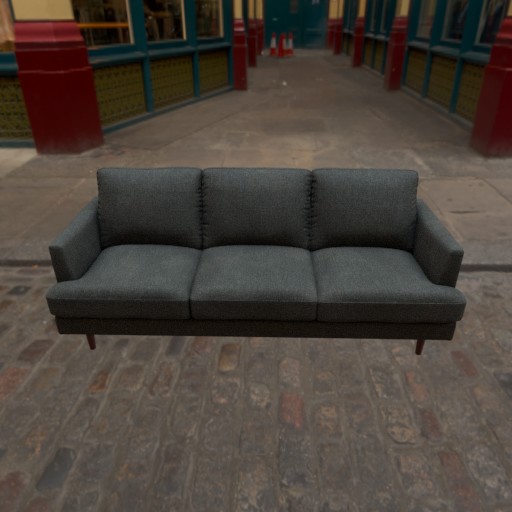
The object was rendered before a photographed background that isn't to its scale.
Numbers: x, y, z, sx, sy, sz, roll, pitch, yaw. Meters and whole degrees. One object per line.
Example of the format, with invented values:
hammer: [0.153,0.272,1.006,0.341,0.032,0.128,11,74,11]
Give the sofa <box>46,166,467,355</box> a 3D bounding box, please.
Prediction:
sofa: [0.000,0.000,2.702,2.246,0.930,0.903,1,29,1]
